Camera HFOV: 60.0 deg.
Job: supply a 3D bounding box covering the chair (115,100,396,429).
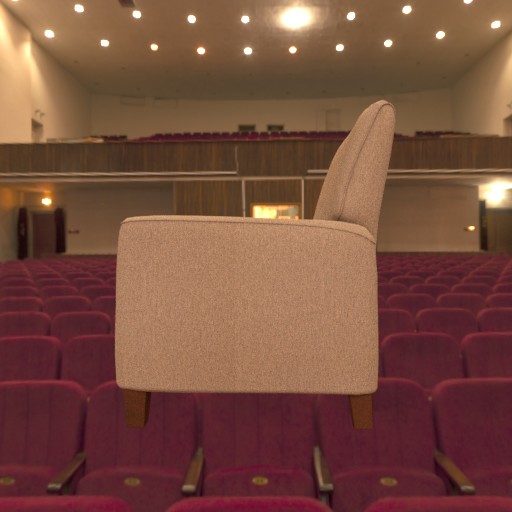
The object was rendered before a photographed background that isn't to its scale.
[{"bbox_3d":[0.000,0.000,1.668,0.864,1.014,0.848,0,0,1],"label":"chair"}]
